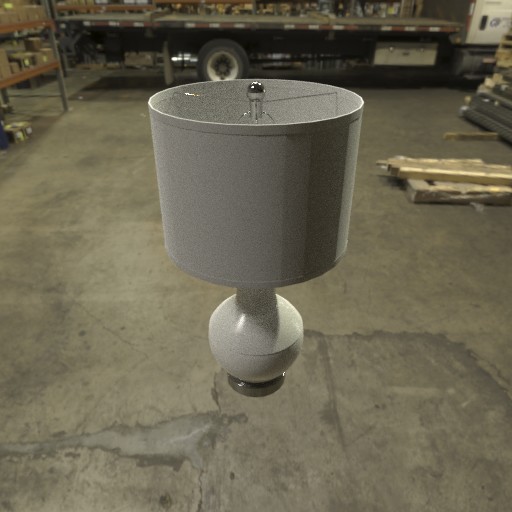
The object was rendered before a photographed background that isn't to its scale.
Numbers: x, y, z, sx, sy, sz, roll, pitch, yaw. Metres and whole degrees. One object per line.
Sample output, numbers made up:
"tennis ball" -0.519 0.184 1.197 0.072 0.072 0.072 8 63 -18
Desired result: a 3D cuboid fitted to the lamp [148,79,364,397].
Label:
"lamp" 0.000 0.000 0.905 0.357 0.673 0.357 0 31 0
